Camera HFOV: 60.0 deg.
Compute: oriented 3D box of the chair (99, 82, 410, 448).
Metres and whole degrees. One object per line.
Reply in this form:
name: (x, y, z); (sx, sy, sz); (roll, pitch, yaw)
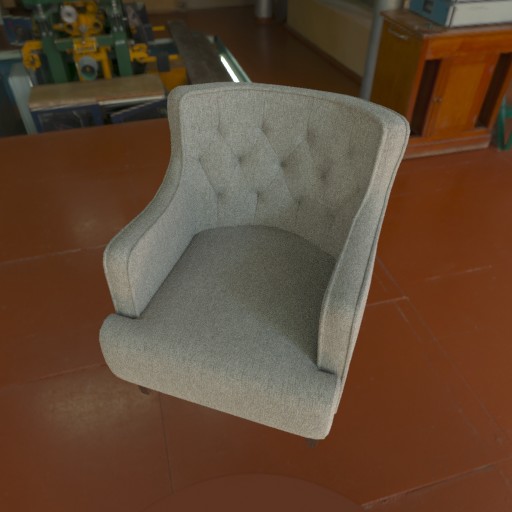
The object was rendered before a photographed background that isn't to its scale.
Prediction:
chair: (0.000, 0.000, 1.547); (0.820, 0.920, 0.910); (13, 44, 14)
